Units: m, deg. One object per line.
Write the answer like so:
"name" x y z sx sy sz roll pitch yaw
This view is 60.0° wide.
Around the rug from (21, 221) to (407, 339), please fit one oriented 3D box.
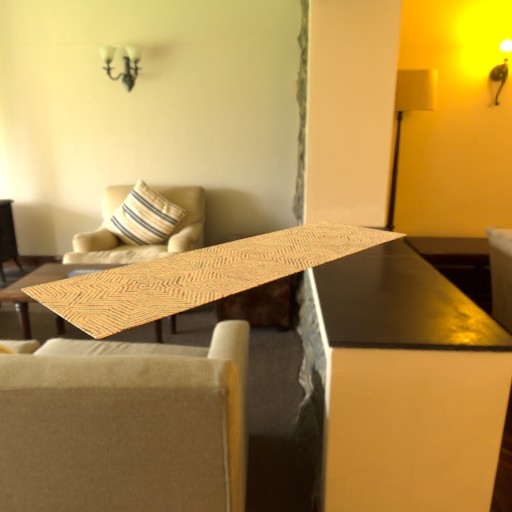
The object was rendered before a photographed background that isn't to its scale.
"rug" 0.000 0.000 2.703 0.771 0.009 2.443 14 21 42
